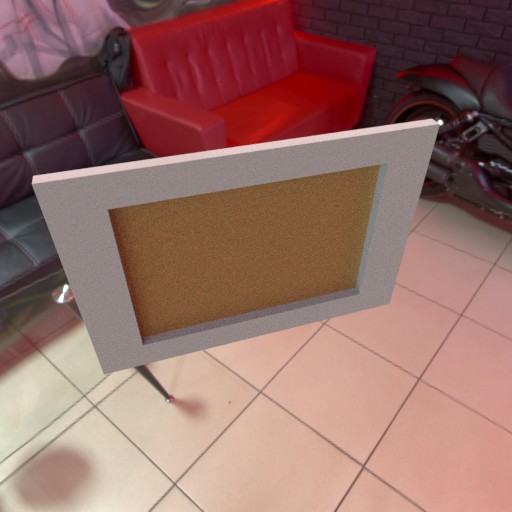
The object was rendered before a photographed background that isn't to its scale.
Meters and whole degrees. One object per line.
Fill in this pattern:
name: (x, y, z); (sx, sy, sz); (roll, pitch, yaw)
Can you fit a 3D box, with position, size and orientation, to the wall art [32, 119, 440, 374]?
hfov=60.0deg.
wall art: (0.000, 0.000, 1.160); (0.906, 0.617, 0.033); (-12, 42, -13)
